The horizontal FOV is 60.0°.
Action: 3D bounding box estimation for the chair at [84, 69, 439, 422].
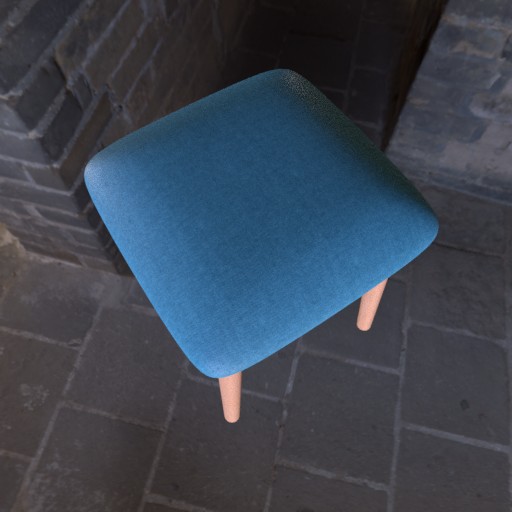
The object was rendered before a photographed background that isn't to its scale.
[{"bbox_3d":[0.000,0.000,0.723,0.360,0.450,0.360,-31,67,-14],"label":"chair"}]
